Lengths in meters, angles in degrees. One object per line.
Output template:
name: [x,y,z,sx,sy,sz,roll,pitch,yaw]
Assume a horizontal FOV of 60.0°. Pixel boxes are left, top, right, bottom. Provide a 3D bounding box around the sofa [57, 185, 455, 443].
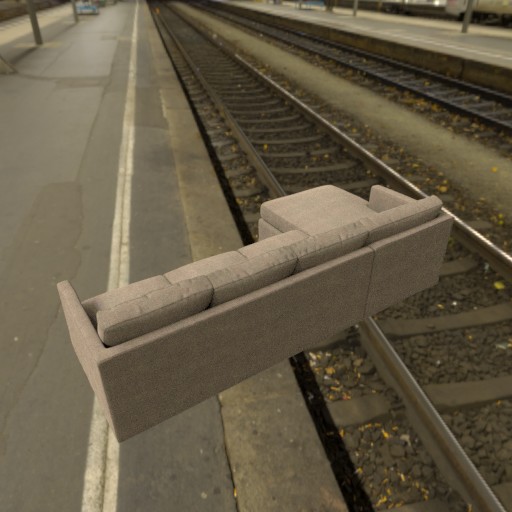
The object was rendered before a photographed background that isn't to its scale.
sofa: [0.000,0.000,3.883,3.205,0.922,1.650,-19,37,-28]
